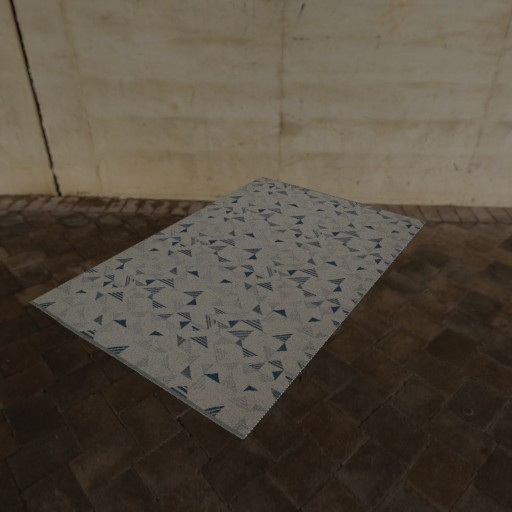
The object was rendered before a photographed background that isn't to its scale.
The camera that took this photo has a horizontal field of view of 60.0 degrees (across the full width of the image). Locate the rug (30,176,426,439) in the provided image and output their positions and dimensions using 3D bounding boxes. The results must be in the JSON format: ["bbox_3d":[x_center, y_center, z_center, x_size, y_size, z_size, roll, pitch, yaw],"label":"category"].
[{"bbox_3d":[0.000,0.000,2.328,1.206,0.003,1.835,21,38,30],"label":"rug"}]
